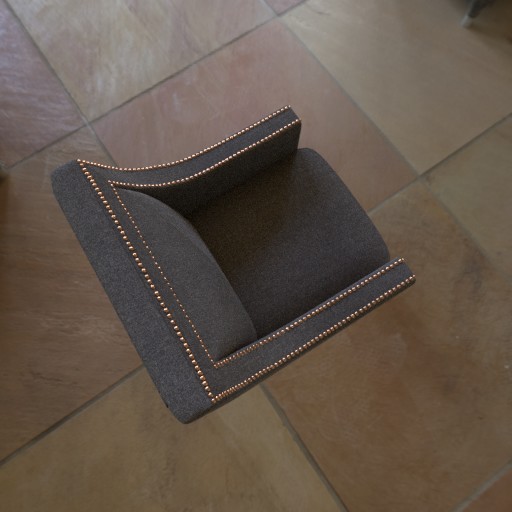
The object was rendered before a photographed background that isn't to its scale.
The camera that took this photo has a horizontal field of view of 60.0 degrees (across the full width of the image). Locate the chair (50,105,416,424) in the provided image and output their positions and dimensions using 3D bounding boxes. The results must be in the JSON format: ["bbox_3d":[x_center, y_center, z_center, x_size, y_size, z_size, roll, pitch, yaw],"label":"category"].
[{"bbox_3d":[0.000,0.000,1.623,0.884,0.967,0.776,-31,76,-8],"label":"chair"}]
